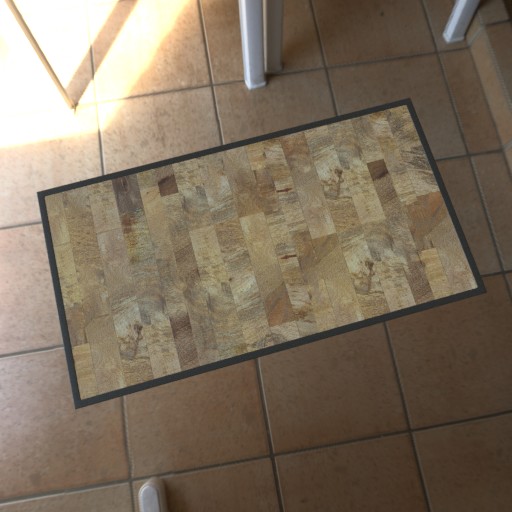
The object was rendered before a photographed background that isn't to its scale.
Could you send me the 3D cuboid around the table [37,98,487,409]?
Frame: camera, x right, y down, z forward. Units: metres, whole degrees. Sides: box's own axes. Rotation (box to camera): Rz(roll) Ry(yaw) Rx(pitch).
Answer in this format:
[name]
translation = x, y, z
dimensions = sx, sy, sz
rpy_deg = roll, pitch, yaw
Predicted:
[table]
translation = 0.000, 0.000, 1.499
dimensions = 1.199, 0.398, 0.649
rpy_deg = -15, 77, -3
